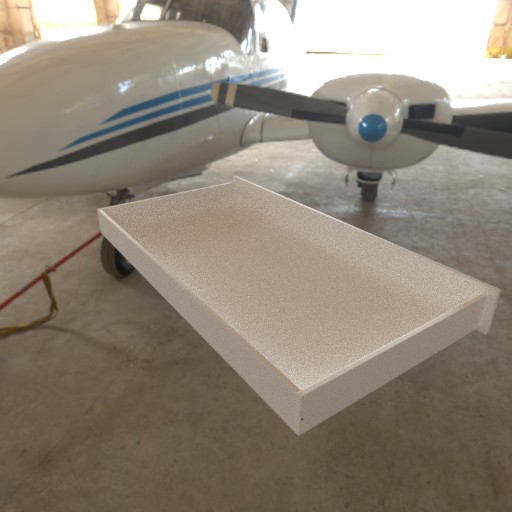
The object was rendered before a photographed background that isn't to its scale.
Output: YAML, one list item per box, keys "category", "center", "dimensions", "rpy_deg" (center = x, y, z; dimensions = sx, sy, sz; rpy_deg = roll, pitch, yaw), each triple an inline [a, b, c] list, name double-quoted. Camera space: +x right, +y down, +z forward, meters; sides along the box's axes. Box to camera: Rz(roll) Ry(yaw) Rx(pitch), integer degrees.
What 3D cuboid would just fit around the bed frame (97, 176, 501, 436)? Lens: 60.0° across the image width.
- category: "bed frame"
  center: [0.000, 0.000, 1.505]
  dimensions: [0.670, 0.141, 1.300]
  rpy_deg: [-17, 31, -31]
